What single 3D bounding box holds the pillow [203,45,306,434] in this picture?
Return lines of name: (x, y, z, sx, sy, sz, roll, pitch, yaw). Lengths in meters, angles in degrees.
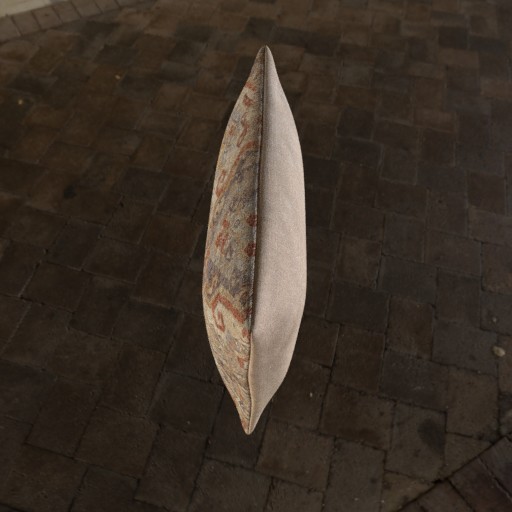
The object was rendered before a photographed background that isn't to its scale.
pillow: (0.000, 0.000, 0.803, 0.166, 0.506, 0.523, 2, 57, 1)
